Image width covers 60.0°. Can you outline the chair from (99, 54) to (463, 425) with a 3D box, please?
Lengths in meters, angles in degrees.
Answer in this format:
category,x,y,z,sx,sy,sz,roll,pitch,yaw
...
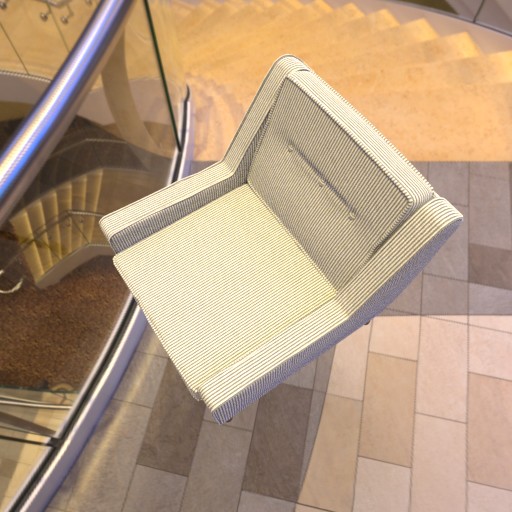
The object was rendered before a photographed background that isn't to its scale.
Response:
category,x,y,z,sx,sy,sz,roll,pitch,yaw
chair,0.000,0.000,1.347,0.743,0.792,0.663,-31,68,-14
